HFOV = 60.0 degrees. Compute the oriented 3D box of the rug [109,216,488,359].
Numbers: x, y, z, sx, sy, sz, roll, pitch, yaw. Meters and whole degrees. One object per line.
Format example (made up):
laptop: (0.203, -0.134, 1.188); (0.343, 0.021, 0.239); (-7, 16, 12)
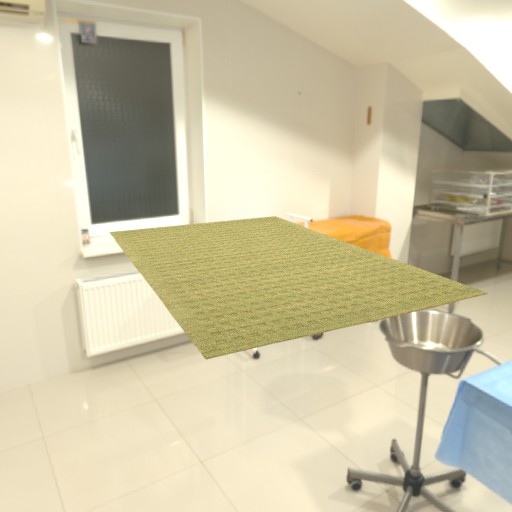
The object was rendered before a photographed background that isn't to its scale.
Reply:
rug: (0.000, 0.000, 2.925); (1.529, 0.007, 2.297); (-8, 18, -25)
